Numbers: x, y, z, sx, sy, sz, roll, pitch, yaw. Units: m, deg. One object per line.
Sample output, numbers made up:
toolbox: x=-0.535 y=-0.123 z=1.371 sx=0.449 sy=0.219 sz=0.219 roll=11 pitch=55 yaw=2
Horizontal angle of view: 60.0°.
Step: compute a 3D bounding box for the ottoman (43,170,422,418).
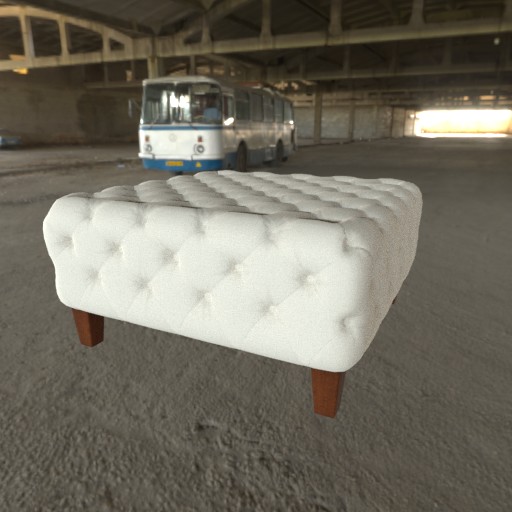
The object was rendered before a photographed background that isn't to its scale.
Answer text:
ottoman: x=0.000 y=0.000 z=1.197 sx=0.753 sy=0.376 sz=0.755 roll=8 pitch=18 yaw=25
